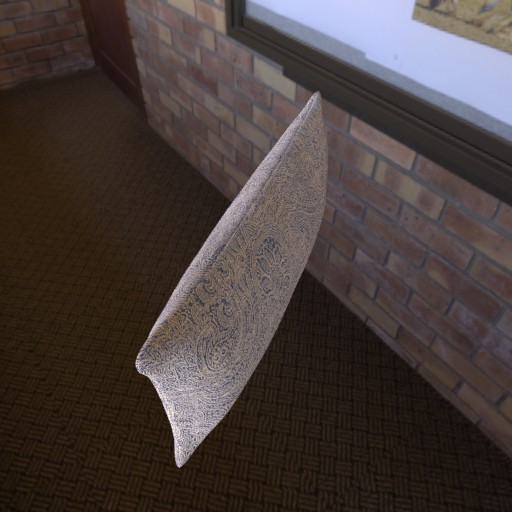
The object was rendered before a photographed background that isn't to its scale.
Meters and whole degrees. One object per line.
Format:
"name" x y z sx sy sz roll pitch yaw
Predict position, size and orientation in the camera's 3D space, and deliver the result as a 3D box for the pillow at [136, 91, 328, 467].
"pillow" 0.000 0.000 0.728 0.151 0.295 0.615 16 48 15
